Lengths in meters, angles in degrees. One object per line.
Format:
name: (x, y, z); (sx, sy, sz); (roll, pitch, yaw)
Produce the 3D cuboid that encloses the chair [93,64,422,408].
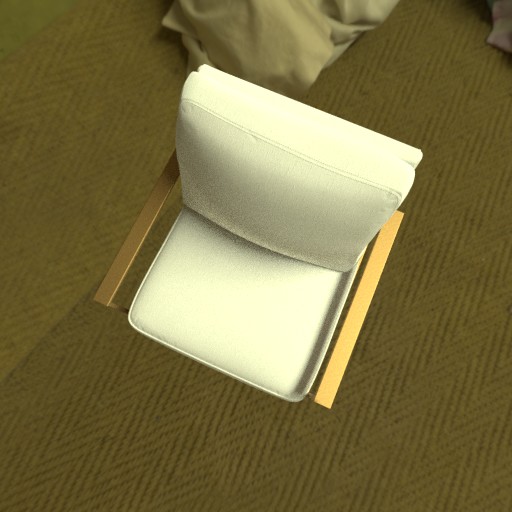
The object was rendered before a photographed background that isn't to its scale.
chair: (0.000, 0.000, 1.534); (0.805, 0.966, 0.813); (23, 78, 5)
